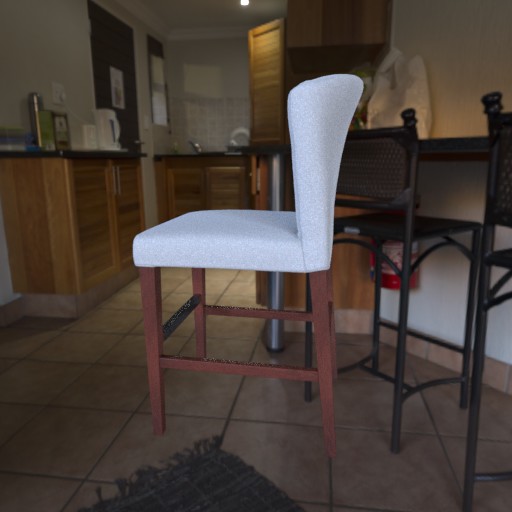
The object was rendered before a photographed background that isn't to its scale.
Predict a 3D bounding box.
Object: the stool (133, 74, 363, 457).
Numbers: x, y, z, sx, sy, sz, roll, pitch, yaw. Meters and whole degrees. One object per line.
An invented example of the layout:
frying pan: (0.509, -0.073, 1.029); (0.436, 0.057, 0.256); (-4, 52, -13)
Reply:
stool: (0.000, 0.000, 1.311); (0.568, 0.968, 0.479); (2, 14, 10)
